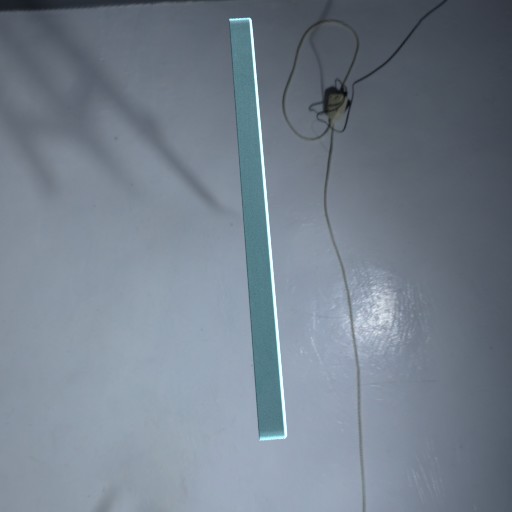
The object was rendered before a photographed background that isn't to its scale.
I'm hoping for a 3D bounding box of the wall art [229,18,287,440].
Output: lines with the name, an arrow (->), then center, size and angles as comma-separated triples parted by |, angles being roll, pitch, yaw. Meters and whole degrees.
wall art -> 0.000, 0.000, 1.595 | 0.070, 1.073, 1.071 | -4, 76, -1
